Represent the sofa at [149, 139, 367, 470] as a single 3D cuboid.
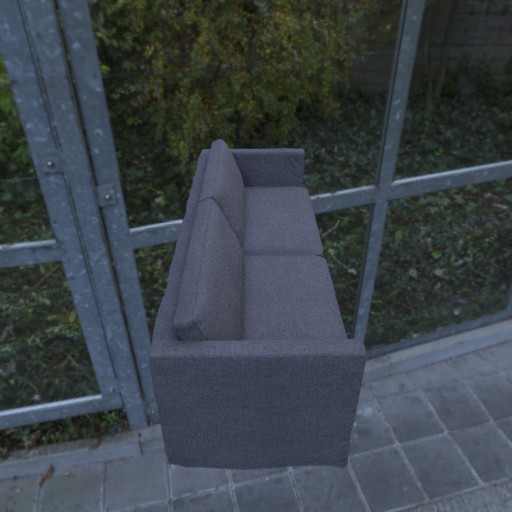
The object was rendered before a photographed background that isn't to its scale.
[{"bbox_3d":[0.000,0.000,3.319,1.036,0.998,2.779,0,33,-1],"label":"sofa"}]
